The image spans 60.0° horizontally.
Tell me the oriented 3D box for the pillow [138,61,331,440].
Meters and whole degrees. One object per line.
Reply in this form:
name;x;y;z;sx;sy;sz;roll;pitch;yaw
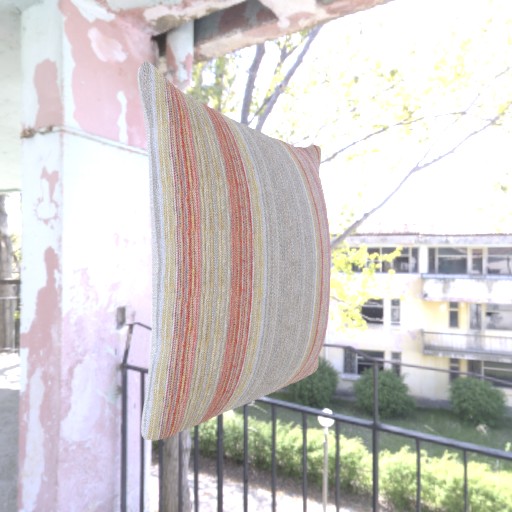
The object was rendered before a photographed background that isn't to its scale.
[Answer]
pillow;0.000;0.000;0.691;0.191;0.449;0.451;-1;-1;35
